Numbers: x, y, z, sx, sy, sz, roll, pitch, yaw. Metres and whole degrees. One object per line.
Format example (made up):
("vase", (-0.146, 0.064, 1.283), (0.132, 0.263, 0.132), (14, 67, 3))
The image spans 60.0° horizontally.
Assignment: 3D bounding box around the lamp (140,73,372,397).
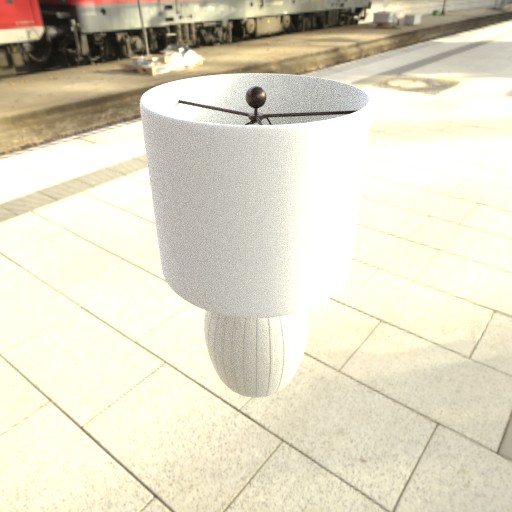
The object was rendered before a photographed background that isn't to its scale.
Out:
("lamp", (0.000, 0.000, 0.782), (0.328, 0.570, 0.328), (0, 32, 0))
